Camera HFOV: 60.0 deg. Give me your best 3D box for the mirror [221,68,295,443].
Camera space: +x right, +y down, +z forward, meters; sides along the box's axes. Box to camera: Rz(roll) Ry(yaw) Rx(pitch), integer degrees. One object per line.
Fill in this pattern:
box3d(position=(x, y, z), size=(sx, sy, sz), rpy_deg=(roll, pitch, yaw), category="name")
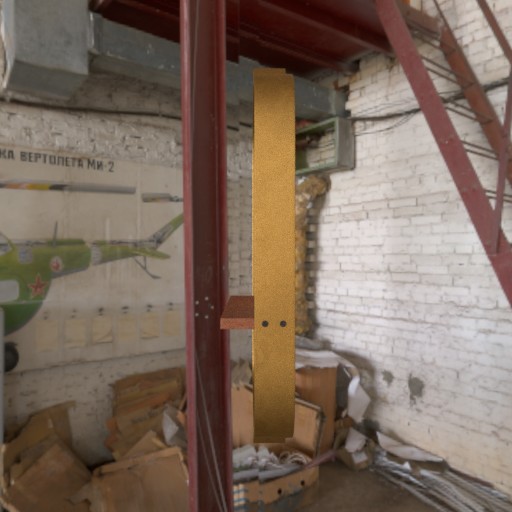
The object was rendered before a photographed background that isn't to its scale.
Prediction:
box3d(position=(0.000, 0.000, 0.725), size=(0.096, 0.613, 0.323), rpy_deg=(0, 0, -1), category="mirror")
